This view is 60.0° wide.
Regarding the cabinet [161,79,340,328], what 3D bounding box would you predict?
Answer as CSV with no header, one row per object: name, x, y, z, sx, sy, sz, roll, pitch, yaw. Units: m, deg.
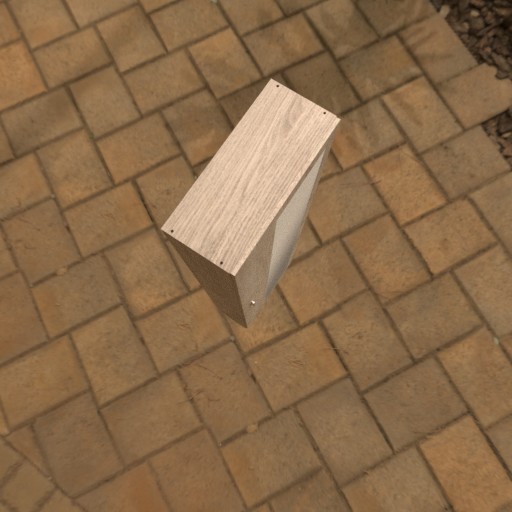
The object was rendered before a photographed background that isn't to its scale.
cabinet,0.000,0.000,1.989,0.230,1.790,0.500,32,79,7
